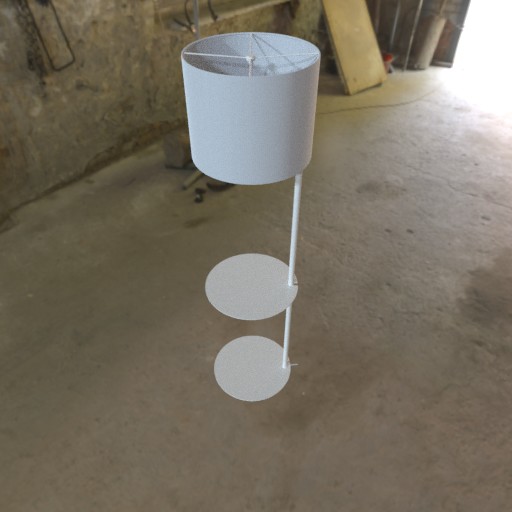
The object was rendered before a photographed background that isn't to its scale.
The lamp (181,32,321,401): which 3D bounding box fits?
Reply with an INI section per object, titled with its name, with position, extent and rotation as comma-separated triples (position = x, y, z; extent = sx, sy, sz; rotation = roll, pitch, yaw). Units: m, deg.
[lamp]
position = 0.000, 0.000, 1.675
extent = 0.405, 1.465, 0.372
rotation = 0, 42, 0
